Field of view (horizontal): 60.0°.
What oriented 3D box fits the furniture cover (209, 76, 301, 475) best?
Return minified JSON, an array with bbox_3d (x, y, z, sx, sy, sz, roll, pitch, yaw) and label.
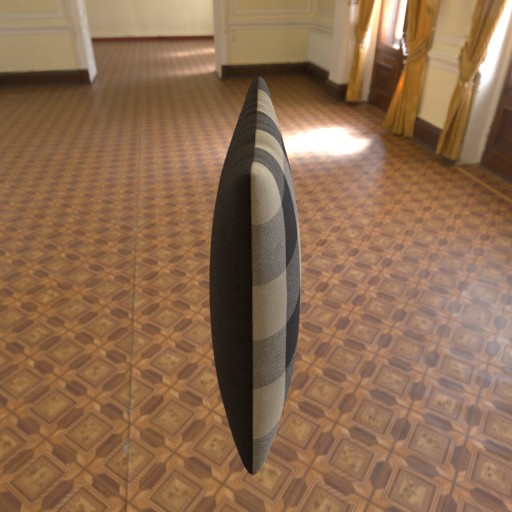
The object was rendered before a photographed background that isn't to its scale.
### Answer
[{"bbox_3d":[0.000,0.000,0.783,0.161,0.509,0.511,1,32,1],"label":"furniture cover"}]
